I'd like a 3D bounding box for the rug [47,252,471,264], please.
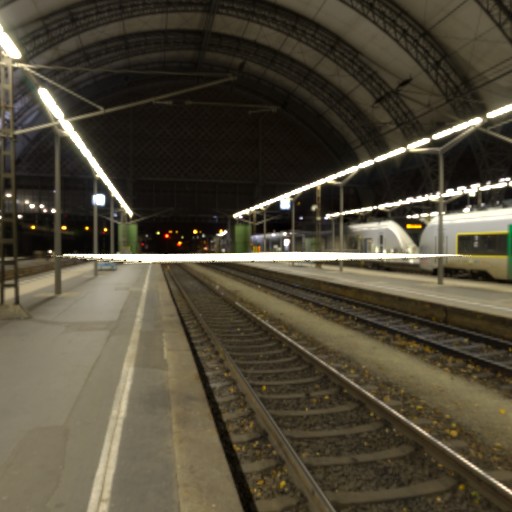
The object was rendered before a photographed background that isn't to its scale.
[{"bbox_3d":[0.000,0.000,4.137,3.221,0.026,2.342,-1,1,-34],"label":"rug"}]
